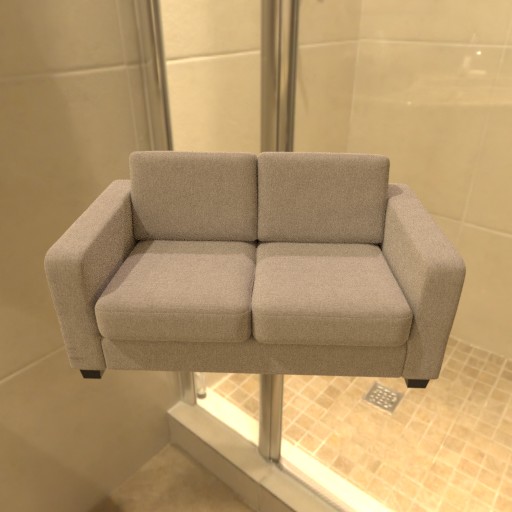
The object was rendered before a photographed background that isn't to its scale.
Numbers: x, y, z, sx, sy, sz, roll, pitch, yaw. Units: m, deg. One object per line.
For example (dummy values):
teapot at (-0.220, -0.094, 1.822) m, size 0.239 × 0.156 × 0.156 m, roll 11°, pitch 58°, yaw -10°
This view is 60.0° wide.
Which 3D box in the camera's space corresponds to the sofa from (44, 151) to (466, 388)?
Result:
sofa at (0.000, 0.000, 2.008) m, size 1.540 × 0.800 × 0.900 m, roll 1°, pitch 29°, yaw 2°
